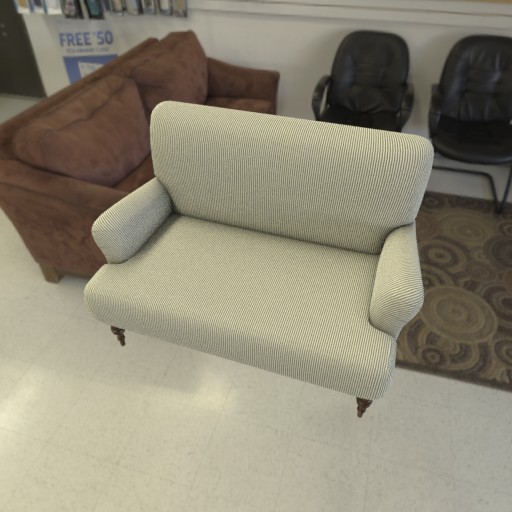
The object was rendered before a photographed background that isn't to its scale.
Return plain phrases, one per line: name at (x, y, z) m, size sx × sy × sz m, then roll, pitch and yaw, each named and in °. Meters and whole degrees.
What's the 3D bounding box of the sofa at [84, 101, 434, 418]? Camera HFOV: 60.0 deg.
sofa at (0.000, 0.000, 1.826) m, size 1.297 × 0.889 × 0.779 m, roll 13°, pitch 42°, yaw 14°
